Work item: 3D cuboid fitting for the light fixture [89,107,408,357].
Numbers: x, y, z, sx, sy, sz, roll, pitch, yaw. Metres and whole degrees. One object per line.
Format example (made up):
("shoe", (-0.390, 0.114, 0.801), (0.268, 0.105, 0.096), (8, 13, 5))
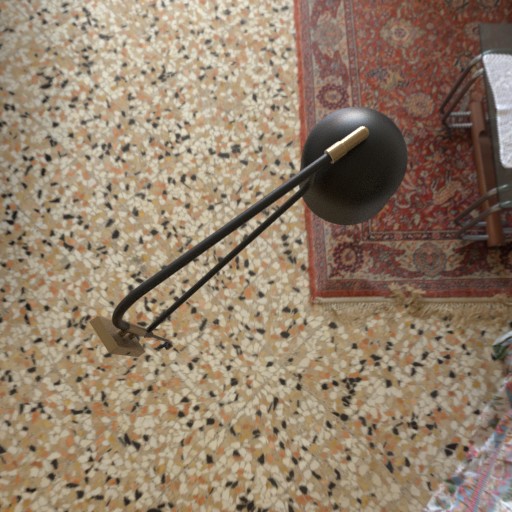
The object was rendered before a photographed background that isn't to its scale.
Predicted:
("light fixture", (0.000, 0.000, 1.087), (0.720, 0.696, 0.215), (-35, 78, -9))
